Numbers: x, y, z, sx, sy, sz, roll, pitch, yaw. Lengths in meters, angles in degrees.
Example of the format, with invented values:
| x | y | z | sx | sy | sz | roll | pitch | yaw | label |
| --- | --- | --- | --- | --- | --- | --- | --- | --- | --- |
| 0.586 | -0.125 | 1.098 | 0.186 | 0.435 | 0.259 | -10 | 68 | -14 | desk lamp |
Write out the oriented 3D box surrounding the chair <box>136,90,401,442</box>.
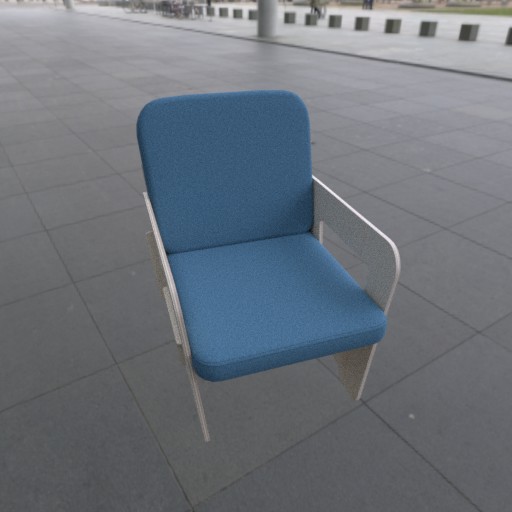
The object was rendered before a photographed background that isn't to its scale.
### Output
| x | y | z | sx | sy | sz | roll | pitch | yaw | label |
| --- | --- | --- | --- | --- | --- | --- | --- | --- | --- |
| 0.000 | 0.000 | 1.205 | 0.547 | 0.747 | 0.657 | -10 | 32 | -15 | chair |
